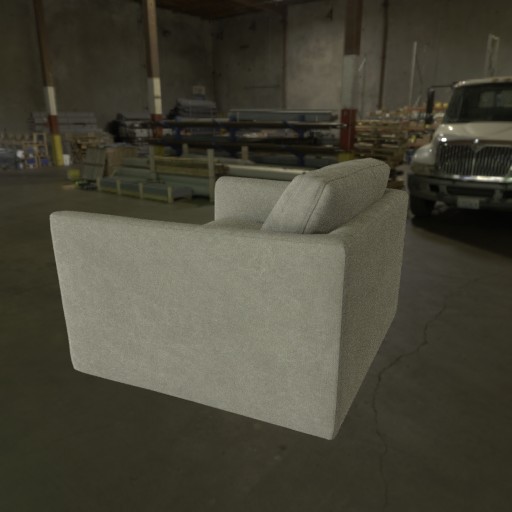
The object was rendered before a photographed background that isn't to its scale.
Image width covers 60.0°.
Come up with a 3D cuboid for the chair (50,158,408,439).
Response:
[{"bbox_3d":[0.000,0.000,1.908,1.091,0.845,1.190,8,19,26],"label":"chair"}]
